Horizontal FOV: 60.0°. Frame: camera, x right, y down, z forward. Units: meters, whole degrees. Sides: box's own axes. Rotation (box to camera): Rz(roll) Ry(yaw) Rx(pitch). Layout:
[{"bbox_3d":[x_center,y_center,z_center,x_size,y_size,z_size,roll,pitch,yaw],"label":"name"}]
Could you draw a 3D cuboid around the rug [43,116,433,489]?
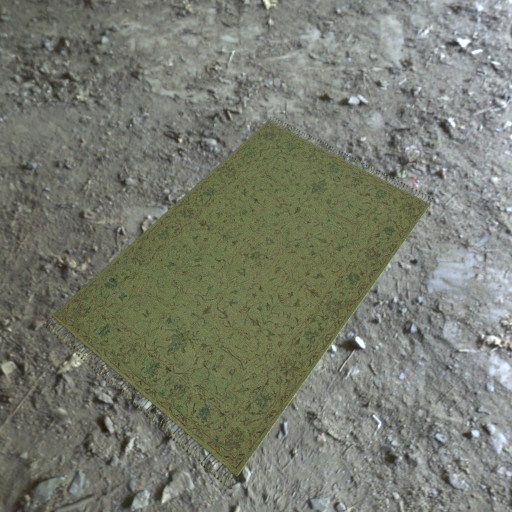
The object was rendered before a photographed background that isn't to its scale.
[{"bbox_3d":[0.000,0.000,3.044,1.544,0.010,2.435,33,63,19],"label":"rug"}]
